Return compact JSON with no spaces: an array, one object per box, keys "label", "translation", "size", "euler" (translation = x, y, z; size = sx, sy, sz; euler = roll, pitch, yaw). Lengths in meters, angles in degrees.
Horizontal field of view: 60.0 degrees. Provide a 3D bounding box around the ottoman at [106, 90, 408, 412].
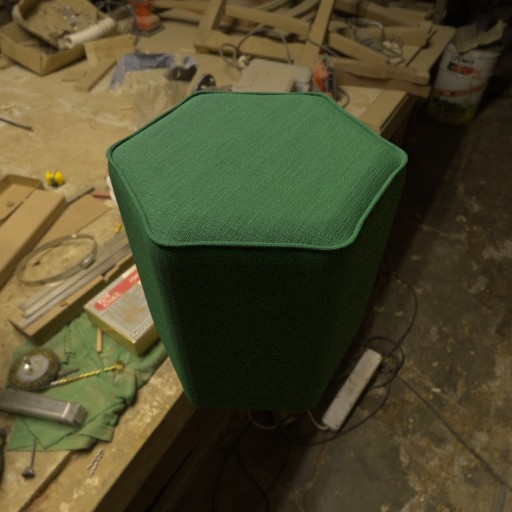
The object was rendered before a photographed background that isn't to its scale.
[{"label":"ottoman","translation":[0.000,0.000,0.895],"size":[0.444,0.507,0.499],"euler":[24,51,21]}]
